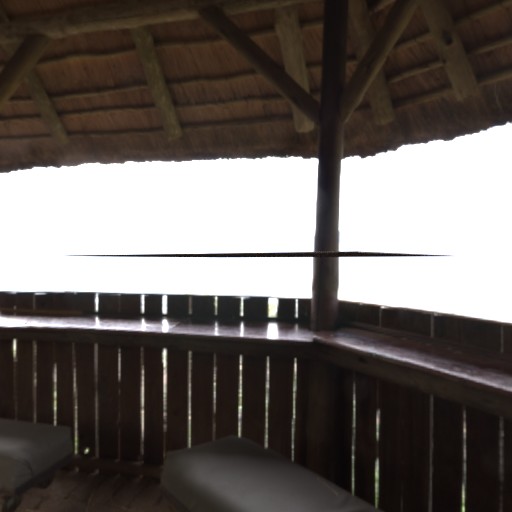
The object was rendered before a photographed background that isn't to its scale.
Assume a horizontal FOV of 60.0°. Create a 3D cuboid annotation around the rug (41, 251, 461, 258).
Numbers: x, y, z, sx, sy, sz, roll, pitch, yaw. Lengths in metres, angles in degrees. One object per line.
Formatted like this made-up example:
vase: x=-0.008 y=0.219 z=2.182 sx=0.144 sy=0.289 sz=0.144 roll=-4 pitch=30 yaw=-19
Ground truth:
rug: x=0.000 y=0.000 z=4.109 sx=3.046 sy=0.008 sz=2.442 roll=0 pitch=-1 yaw=36
